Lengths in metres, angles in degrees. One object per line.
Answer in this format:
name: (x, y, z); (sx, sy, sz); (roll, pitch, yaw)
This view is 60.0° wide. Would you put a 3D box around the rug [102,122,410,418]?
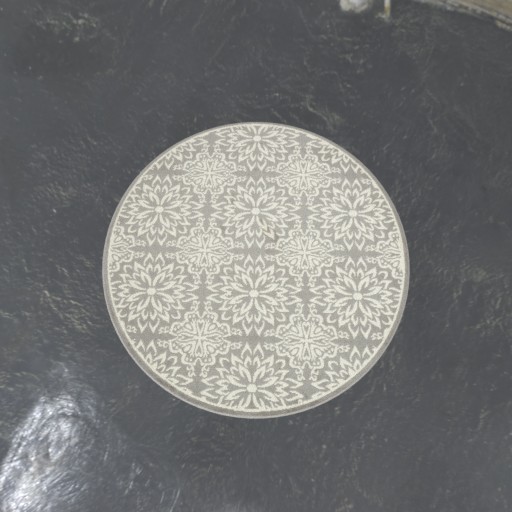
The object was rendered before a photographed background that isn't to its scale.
rug: (0.000, 0.000, 2.307); (1.593, 0.012, 1.593); (0, 74, 0)
